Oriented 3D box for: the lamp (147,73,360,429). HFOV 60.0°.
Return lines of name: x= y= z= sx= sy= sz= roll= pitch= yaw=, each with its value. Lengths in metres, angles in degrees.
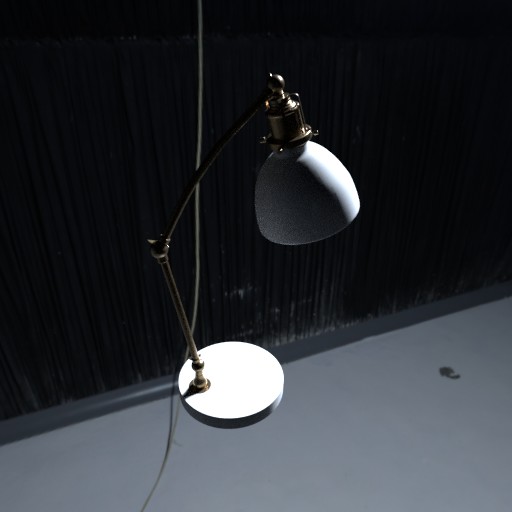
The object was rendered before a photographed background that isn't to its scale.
lamp: x=0.000 y=0.000 z=0.687 sx=0.317 sy=0.522 sz=0.186 roll=-11 pitch=31 yaw=-18
